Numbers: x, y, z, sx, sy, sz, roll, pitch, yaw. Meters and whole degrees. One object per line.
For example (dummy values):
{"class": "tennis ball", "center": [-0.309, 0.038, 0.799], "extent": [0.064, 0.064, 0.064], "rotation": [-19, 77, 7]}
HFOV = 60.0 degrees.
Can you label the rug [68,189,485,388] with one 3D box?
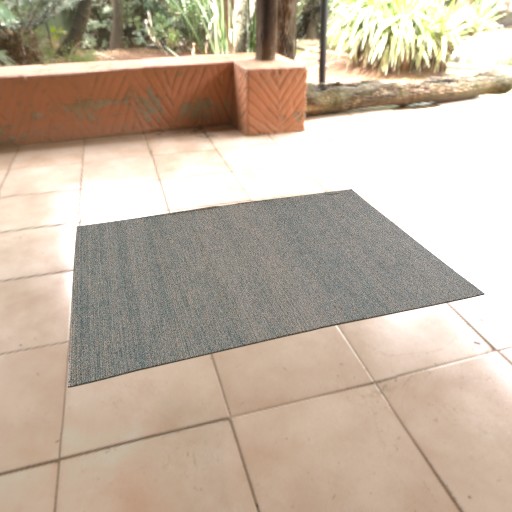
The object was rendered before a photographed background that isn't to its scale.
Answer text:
{"class": "rug", "center": [0.000, 0.000, 2.943], "extent": [2.306, 0.030, 1.613], "rotation": [-10, 33, -15]}
